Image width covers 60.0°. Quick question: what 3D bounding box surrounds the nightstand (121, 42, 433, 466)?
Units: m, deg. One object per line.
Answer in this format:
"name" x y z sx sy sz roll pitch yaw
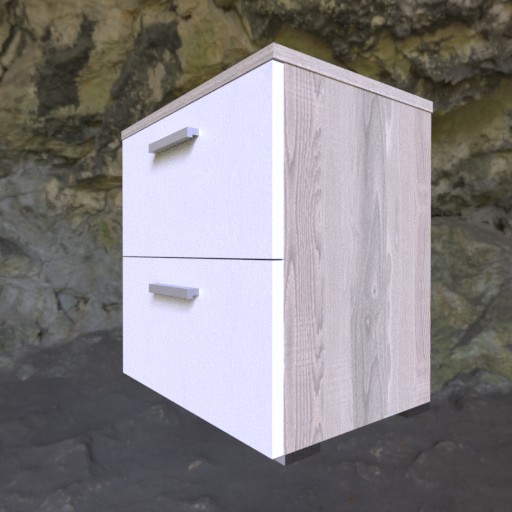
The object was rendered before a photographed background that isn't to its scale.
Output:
"nightstand" 0.000 0.000 0.739 0.325 0.461 0.442 0 1 -37
